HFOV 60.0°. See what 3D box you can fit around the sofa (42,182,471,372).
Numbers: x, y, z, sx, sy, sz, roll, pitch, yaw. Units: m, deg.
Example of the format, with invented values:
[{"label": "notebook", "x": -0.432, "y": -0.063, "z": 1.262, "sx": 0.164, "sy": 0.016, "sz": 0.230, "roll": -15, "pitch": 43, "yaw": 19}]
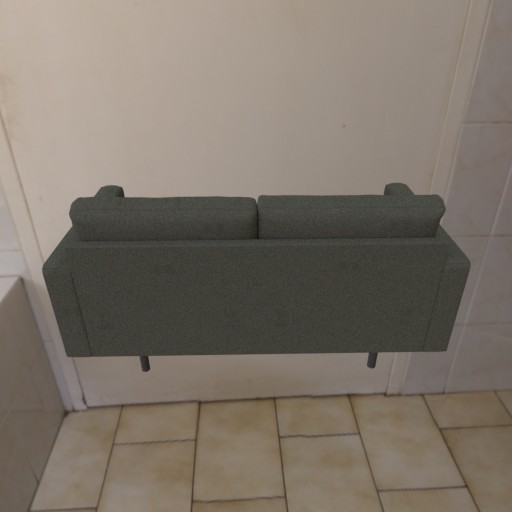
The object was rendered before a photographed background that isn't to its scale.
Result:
[{"label": "sofa", "x": 0.000, "y": 0.000, "z": 2.250, "sx": 1.730, "sy": 0.897, "sz": 0.889, "roll": -1, "pitch": 31, "yaw": -1}]
